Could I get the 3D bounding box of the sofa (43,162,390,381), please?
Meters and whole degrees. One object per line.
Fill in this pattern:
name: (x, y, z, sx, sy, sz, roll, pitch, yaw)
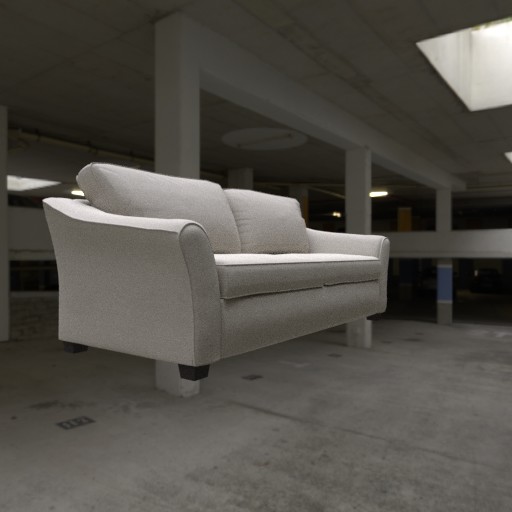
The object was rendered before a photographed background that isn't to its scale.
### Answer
sofa: (0.000, 0.000, 2.779, 0.980, 0.965, 2.270, 0, 1, 36)
